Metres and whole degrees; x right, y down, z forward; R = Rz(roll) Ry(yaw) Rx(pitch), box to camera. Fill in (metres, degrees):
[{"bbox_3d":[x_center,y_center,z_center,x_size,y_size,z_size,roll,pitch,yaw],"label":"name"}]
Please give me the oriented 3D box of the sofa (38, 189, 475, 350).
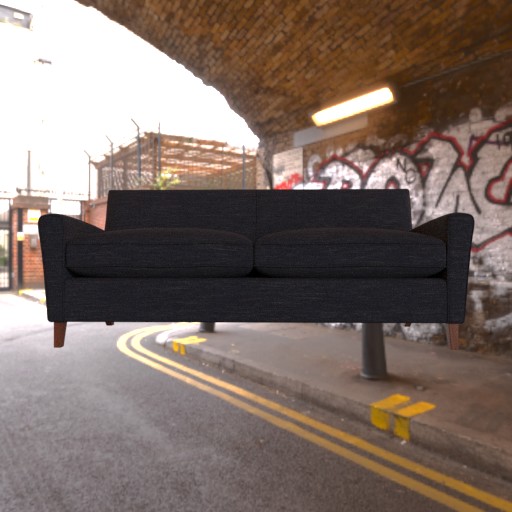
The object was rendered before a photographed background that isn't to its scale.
[{"bbox_3d":[0.000,0.000,2.417,1.976,0.846,0.875,0,0,1],"label":"sofa"}]
